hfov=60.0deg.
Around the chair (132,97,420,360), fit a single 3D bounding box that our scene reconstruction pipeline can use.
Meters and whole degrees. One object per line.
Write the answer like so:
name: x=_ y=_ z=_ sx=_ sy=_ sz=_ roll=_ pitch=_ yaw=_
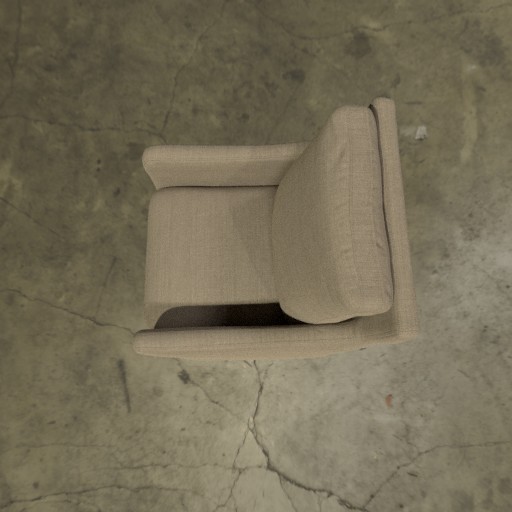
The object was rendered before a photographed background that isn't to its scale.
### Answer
chair: x=0.000 y=0.000 z=1.391 sx=0.694 sy=0.914 sz=0.626 roll=-1 pitch=75 yaw=0
